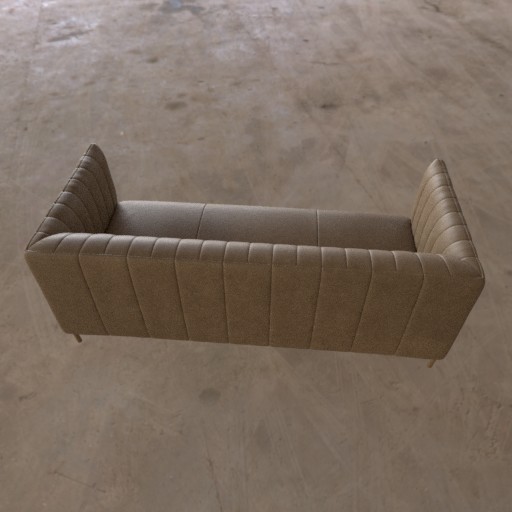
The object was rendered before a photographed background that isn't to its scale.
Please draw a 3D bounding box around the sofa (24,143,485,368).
[{"bbox_3d":[0.000,0.000,2.355,1.980,0.779,0.876,3,46,3],"label":"sofa"}]
